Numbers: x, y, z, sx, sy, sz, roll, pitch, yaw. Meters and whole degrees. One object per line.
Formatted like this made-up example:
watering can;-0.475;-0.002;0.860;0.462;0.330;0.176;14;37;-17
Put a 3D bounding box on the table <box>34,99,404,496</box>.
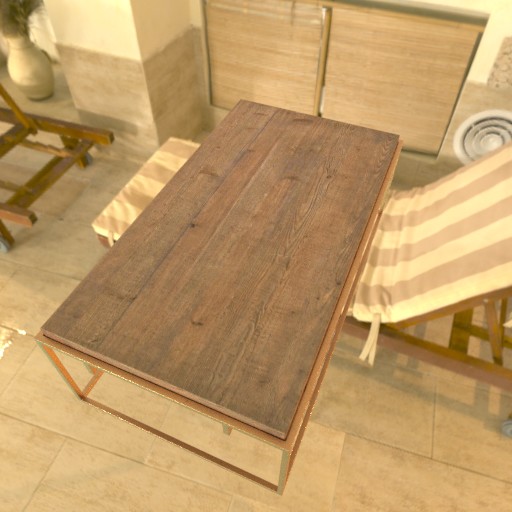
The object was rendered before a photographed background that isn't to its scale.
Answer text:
table;0.000;0.000;1.722;0.775;0.468;1.387;18;51;15
